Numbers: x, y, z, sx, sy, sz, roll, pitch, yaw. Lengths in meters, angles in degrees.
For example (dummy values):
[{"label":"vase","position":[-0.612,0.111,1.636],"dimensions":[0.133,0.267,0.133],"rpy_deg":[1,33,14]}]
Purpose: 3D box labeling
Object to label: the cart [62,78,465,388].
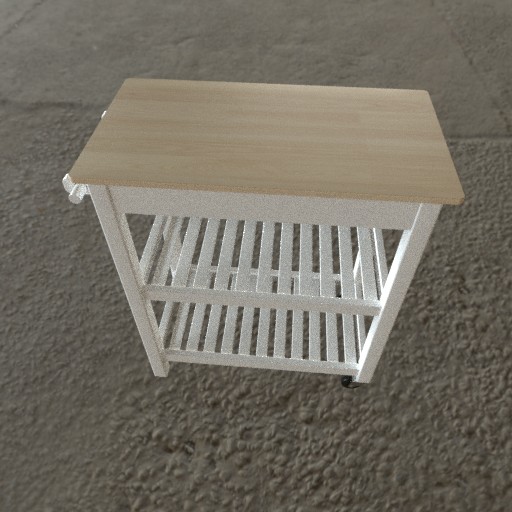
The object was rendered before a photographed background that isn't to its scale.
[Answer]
[{"label":"cart","position":[0.000,0.000,1.422],"dimensions":[0.899,0.927,0.457],"rpy_deg":[4,48,3]}]
